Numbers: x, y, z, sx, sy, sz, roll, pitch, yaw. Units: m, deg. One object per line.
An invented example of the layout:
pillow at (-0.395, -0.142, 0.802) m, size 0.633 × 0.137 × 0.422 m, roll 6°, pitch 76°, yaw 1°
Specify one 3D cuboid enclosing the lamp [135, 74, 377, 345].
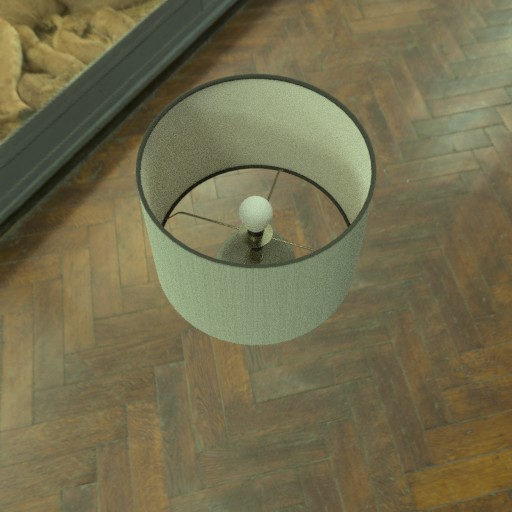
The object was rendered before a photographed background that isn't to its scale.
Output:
lamp at (0.000, 0.000, 0.866) m, size 0.376 × 0.594 × 0.376 m, roll 0°, pitch 64°, yaw 0°
